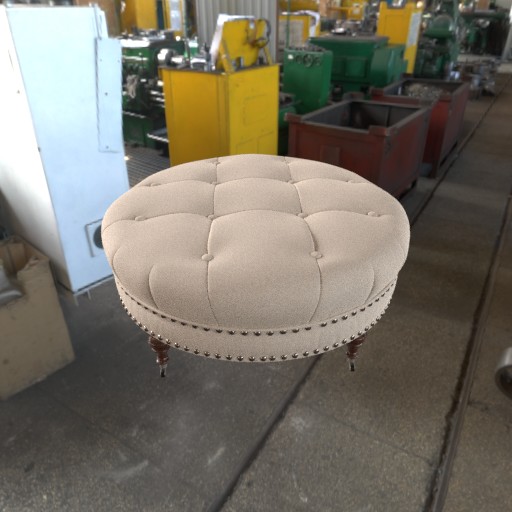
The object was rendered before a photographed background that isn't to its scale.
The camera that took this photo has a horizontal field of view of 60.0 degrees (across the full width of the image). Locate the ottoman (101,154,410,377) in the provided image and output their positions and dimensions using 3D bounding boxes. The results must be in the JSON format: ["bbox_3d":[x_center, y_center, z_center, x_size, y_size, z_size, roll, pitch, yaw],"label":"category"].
[{"bbox_3d":[0.000,0.000,1.388,0.901,0.439,0.901,0,30,0],"label":"ottoman"}]
